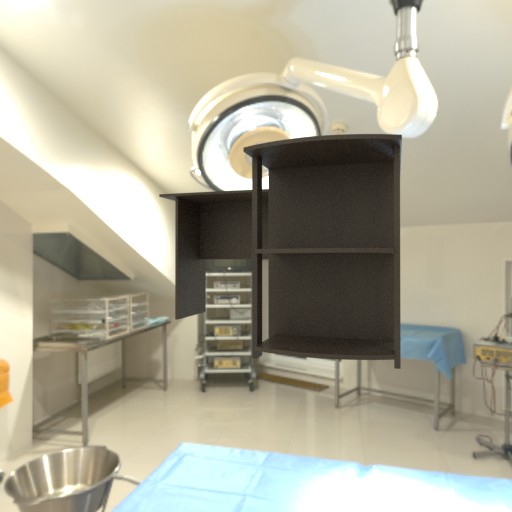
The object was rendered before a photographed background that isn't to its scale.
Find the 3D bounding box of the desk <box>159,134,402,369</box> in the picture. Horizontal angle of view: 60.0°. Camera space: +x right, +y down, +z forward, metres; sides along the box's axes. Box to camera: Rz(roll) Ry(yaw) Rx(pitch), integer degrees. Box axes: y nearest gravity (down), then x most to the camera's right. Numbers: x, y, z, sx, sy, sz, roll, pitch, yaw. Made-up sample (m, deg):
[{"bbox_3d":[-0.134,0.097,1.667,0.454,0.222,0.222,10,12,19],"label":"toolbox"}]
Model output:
[{"bbox_3d":[0.000,0.000,2.103,1.303,0.716,1.361,0,0,18],"label":"desk"}]
